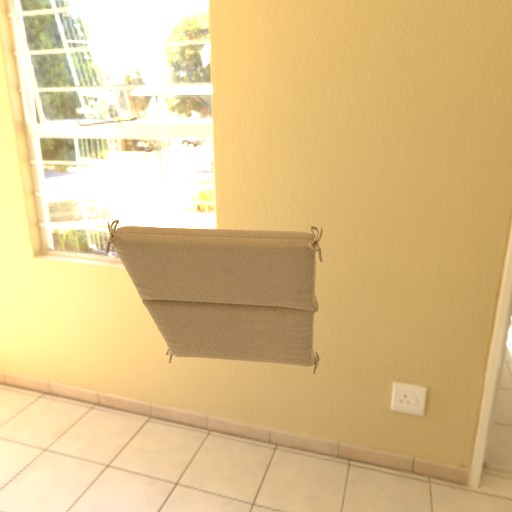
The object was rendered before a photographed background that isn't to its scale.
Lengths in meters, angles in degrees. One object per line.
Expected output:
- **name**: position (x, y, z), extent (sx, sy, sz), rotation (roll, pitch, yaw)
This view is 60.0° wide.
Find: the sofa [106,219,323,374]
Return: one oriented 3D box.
- **sofa**: position (0.000, 0.000, 1.929), extent (0.582, 0.622, 1.663), rotation (2, 17, 8)
